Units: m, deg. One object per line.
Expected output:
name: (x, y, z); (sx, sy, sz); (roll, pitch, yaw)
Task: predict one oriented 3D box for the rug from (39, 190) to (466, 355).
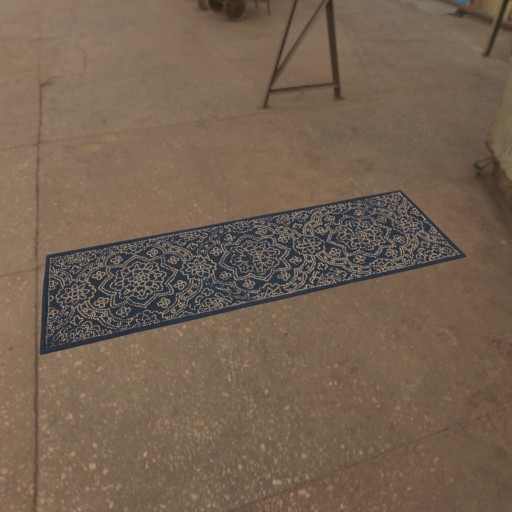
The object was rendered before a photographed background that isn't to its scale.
rug: (0.000, 0.000, 2.694); (2.448, 0.012, 0.769); (-12, 43, -13)
